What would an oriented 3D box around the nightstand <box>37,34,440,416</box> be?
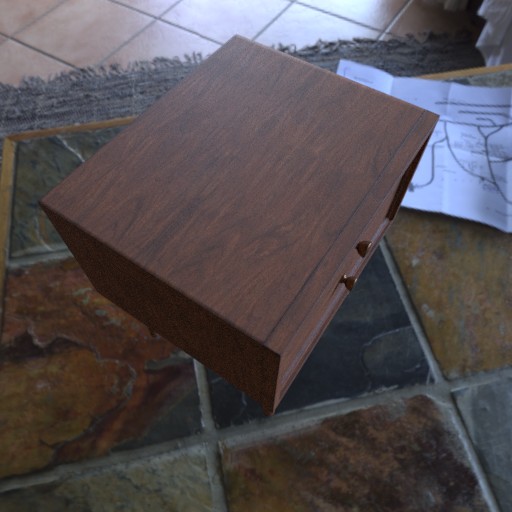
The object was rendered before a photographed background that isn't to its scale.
[{"bbox_3d":[0.000,0.000,0.972,0.445,0.607,0.521,30,63,17],"label":"nightstand"}]
